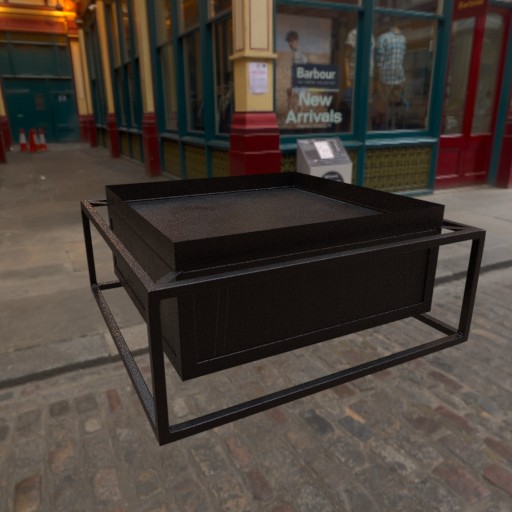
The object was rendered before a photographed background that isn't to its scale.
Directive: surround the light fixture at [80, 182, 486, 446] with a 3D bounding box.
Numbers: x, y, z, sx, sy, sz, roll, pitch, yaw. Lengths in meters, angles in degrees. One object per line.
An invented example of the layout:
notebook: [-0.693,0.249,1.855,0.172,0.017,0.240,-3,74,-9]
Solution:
light fixture: [0.000,0.000,0.681,0.441,0.191,0.441,-9,21,-26]
